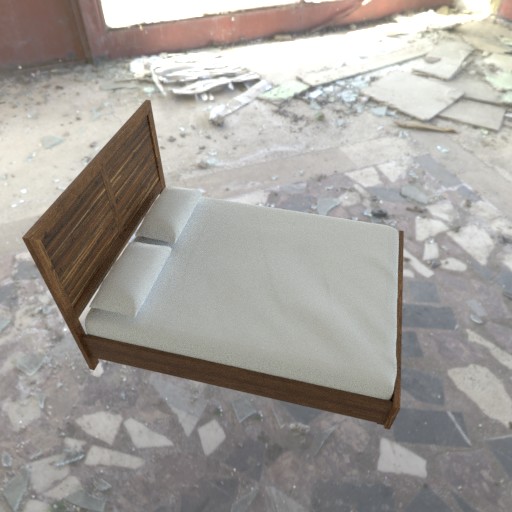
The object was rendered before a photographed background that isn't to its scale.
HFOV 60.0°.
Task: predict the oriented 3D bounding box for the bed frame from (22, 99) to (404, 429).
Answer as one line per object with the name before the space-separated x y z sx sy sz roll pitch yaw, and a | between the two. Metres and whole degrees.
bed frame | 0.000 0.000 3.360 2.276 1.417 1.696 10 46 10
